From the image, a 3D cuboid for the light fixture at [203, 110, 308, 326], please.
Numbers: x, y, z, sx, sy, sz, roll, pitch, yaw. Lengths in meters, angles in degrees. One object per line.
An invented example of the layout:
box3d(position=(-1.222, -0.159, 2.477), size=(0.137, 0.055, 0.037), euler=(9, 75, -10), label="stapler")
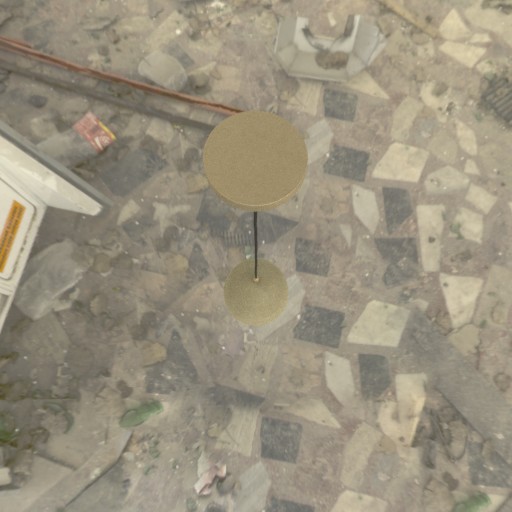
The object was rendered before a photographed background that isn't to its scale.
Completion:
box3d(position=(0.000, 0.000, 0.808), size=(0.170, 0.759, 0.170), euler=(38, 78, 10), label="light fixture")
